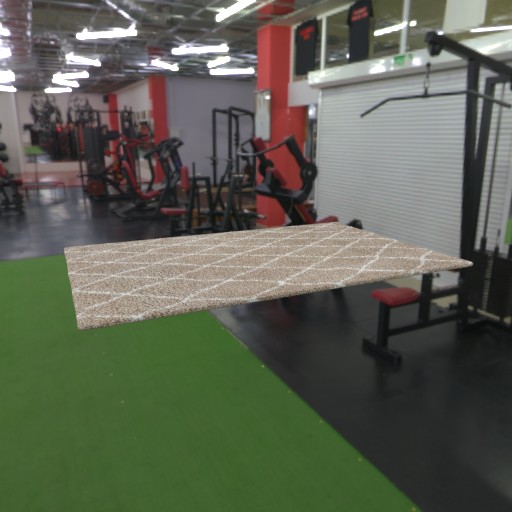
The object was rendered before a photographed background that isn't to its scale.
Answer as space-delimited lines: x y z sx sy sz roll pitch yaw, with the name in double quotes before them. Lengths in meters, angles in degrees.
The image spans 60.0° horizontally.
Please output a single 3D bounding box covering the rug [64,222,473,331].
"rug" 0.000 0.000 3.507 2.743 0.030 1.778 -7 17 -24
